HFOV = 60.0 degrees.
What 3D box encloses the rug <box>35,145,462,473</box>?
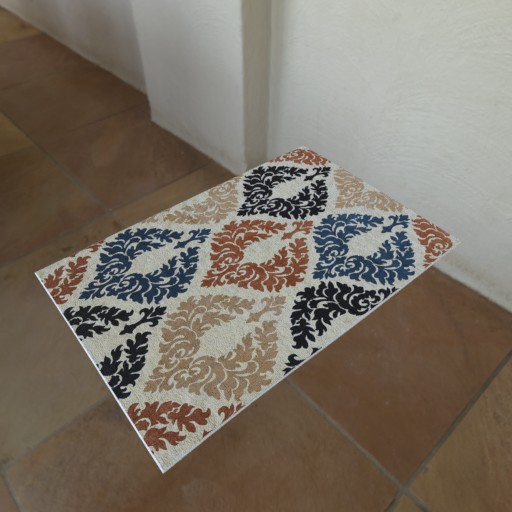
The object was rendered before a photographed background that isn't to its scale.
[{"bbox_3d":[0.000,0.000,2.814,2.275,0.014,1.514,-31,53,-26],"label":"rug"}]
